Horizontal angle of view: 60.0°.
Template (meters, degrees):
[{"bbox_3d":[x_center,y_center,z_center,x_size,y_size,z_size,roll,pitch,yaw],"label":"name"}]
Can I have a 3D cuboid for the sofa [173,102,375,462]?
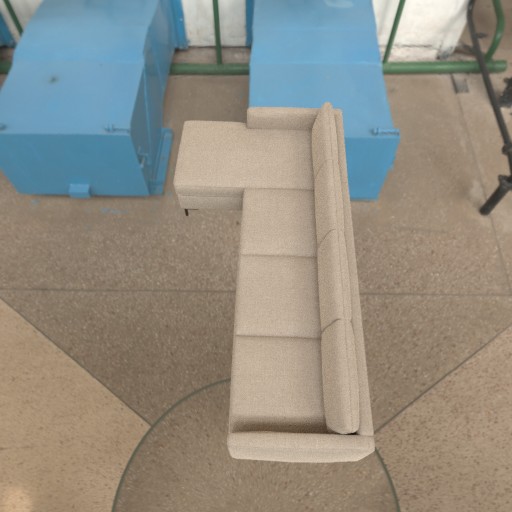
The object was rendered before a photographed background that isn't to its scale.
[{"bbox_3d":[0.000,0.000,3.484,1.469,0.816,2.923,2,59,1],"label":"sofa"}]
